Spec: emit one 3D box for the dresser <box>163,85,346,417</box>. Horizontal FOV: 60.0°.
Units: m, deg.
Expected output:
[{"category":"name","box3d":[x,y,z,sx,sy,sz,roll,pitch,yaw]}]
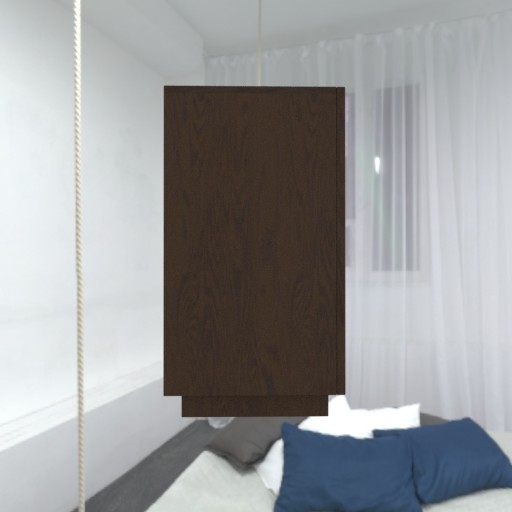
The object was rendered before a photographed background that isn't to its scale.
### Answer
[{"category":"dresser","box3d":[0.000,0.000,1.925,0.512,0.889,1.523,0,0,-1]}]
